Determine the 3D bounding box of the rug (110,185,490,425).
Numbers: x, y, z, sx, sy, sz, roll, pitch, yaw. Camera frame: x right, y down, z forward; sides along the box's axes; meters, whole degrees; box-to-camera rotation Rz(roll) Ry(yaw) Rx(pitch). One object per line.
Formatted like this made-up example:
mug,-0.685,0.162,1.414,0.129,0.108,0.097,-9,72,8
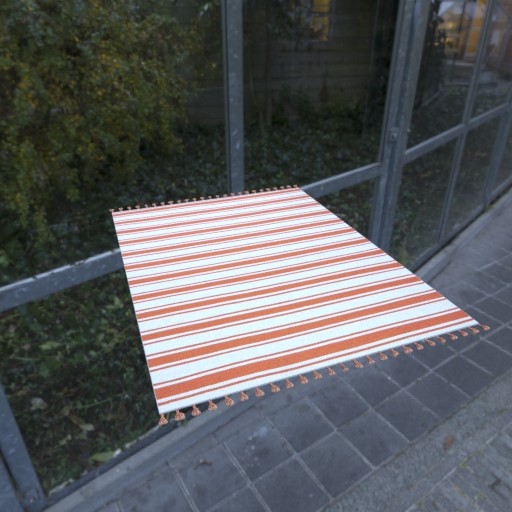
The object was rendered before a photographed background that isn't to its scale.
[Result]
rug,0.000,0.000,4.273,2.451,0.035,3.369,-10,30,-18
